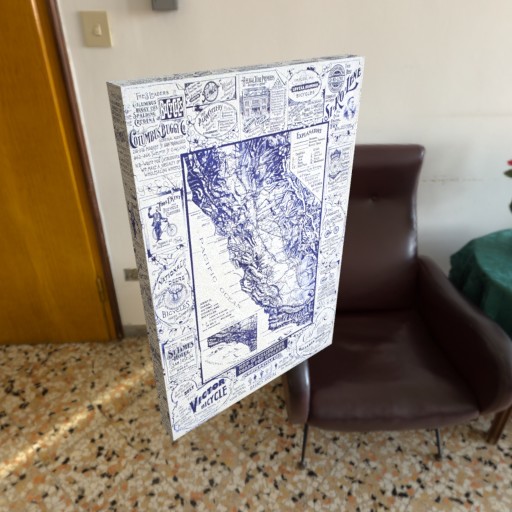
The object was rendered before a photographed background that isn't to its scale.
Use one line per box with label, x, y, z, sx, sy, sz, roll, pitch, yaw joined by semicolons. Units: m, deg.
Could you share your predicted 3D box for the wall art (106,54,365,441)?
wall art;0.000;0.000;0.758;0.408;0.601;0.040;-22;38;-32
